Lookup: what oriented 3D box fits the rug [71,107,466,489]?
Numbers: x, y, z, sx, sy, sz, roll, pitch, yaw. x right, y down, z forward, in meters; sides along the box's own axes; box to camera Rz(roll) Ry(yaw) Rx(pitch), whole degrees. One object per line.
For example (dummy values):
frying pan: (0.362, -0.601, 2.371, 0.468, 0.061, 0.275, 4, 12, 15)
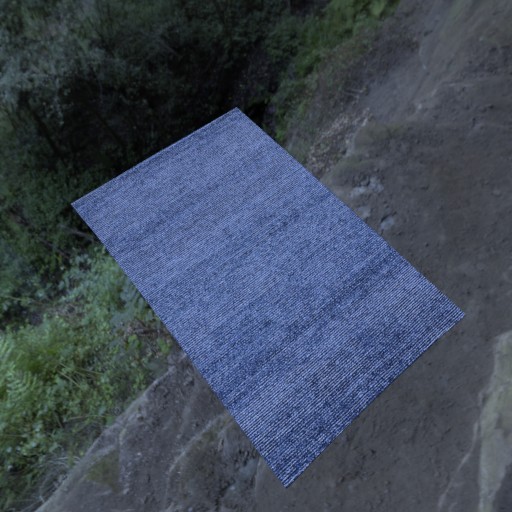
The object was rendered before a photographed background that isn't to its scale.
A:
rug: (0.000, 0.000, 2.276, 1.159, 0.025, 1.793, -36, 68, -17)
